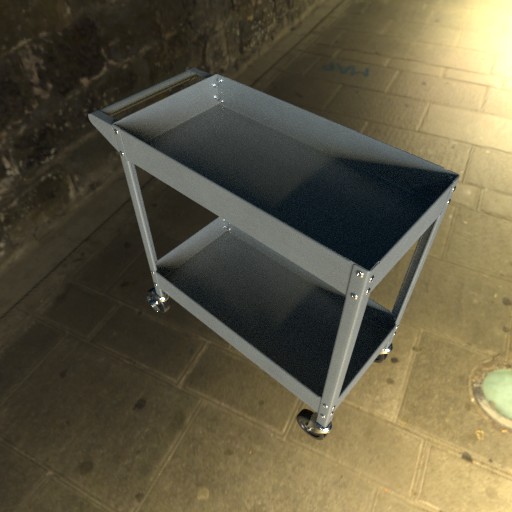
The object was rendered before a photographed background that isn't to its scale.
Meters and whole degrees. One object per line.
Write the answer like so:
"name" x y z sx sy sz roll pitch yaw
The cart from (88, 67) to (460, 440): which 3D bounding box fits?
"cart" 0.000 0.000 1.205 0.779 0.719 0.366 33 55 27
